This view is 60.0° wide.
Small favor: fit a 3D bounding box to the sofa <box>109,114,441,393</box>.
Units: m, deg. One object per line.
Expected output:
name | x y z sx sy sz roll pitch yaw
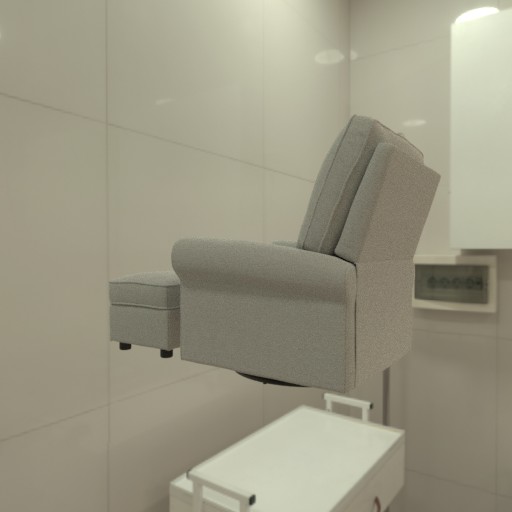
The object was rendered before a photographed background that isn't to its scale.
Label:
sofa | 0.000 0.000 2.054 1.478 0.959 0.880 0 1 34
